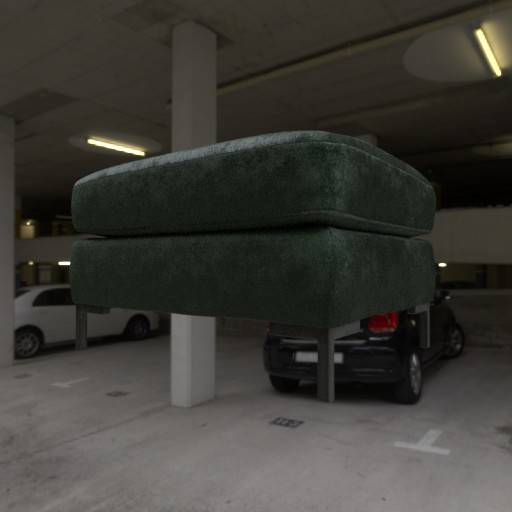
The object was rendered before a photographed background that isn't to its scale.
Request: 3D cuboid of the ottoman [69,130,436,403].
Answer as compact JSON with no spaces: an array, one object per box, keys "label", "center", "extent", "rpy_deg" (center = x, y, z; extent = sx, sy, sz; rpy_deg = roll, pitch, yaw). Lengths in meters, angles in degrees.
[{"label":"ottoman","center":[0.000,0.000,1.294],"extent":[0.839,0.538,0.701],"rpy_deg":[0,-1,36]}]
